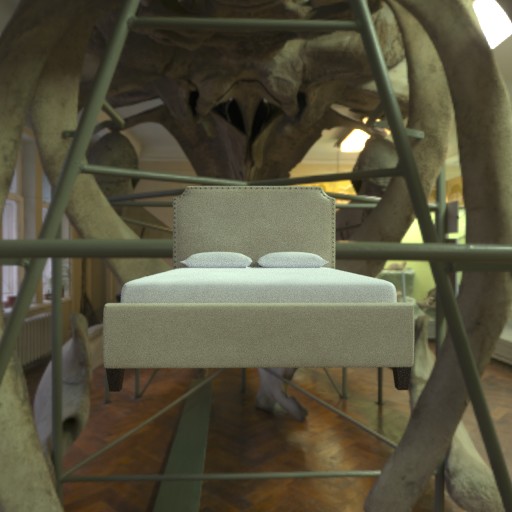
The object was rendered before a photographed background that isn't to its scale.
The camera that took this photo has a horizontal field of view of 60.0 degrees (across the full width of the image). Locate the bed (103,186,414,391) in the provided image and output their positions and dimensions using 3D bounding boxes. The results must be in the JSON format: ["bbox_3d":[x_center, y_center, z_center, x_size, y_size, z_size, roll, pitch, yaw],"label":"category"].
[{"bbox_3d":[0.000,0.000,3.552,1.712,1.443,2.372,0,1,-1],"label":"bed"}]
